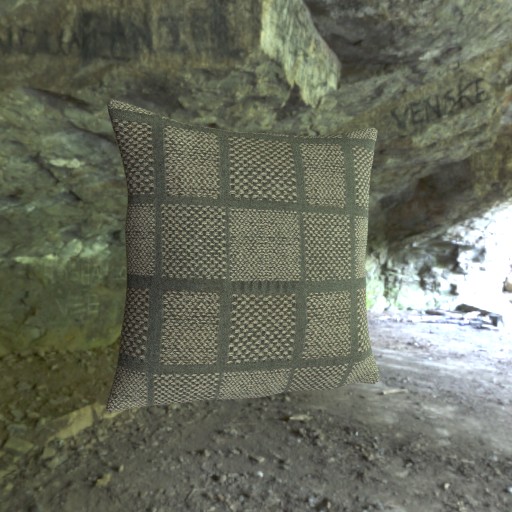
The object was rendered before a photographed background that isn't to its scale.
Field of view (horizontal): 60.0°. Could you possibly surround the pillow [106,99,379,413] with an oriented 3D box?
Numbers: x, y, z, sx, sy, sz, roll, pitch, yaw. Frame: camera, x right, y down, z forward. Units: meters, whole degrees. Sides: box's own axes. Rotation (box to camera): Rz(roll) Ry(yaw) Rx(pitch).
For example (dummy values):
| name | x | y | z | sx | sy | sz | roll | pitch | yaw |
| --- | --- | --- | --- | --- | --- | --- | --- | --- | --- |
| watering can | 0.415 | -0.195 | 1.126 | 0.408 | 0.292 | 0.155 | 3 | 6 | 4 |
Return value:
| name | x | y | z | sx | sy | sz | roll | pitch | yaw |
| --- | --- | --- | --- | --- | --- | --- | --- | --- | --- |
| pillow | 0.000 | 0.000 | 0.677 | 0.435 | 0.432 | 0.138 | 0 | 0 | -19 |
